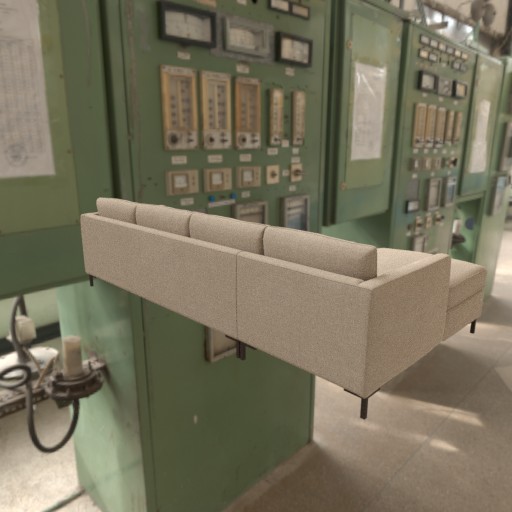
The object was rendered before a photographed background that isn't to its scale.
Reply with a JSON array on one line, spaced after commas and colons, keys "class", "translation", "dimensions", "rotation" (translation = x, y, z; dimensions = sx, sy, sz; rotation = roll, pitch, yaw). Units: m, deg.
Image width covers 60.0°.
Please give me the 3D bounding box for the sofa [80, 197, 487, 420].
[{"class": "sofa", "translation": [0.000, 0.000, 3.427], "dimensions": [2.923, 0.816, 1.469], "rotation": [14, 20, 43]}]
